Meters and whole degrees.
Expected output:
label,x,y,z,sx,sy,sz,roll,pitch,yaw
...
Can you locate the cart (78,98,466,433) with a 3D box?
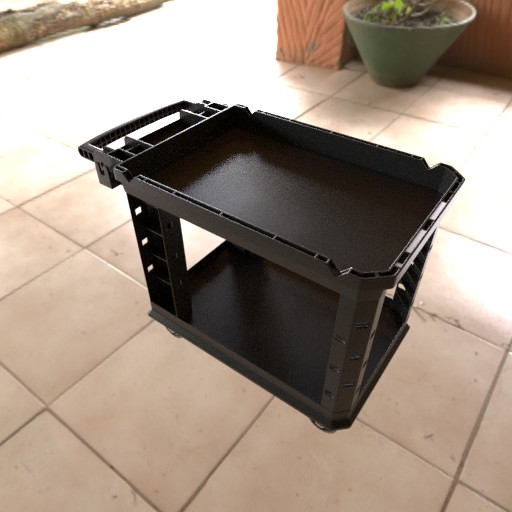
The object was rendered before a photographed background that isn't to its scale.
label,x,y,z,sx,sy,sz,roll,pitch,yaw
cart,0.000,0.000,1.795,1.239,0.884,0.674,25,47,27
